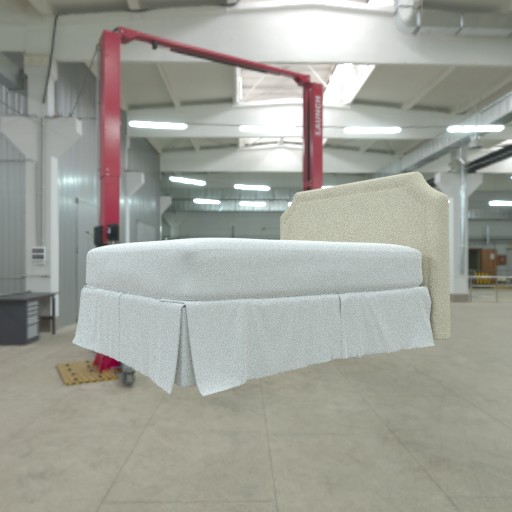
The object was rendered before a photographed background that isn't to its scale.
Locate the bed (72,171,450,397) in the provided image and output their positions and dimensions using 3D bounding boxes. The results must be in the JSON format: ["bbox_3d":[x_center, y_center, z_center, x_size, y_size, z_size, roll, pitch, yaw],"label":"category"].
[{"bbox_3d":[0.000,0.000,3.301,2.209,1.296,1.827,0,0,-37],"label":"bed"}]
